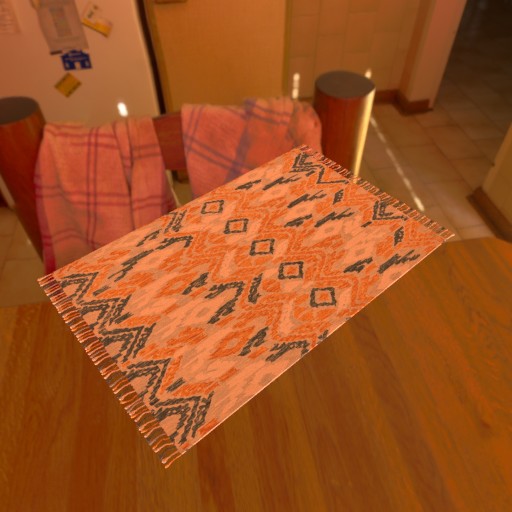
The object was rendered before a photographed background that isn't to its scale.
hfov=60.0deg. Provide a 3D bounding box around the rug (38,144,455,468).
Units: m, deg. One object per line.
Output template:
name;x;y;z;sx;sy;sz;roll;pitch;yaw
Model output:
rug;0.000;0.000;3.010;2.428;0.010;1.533;-32;55;-26
